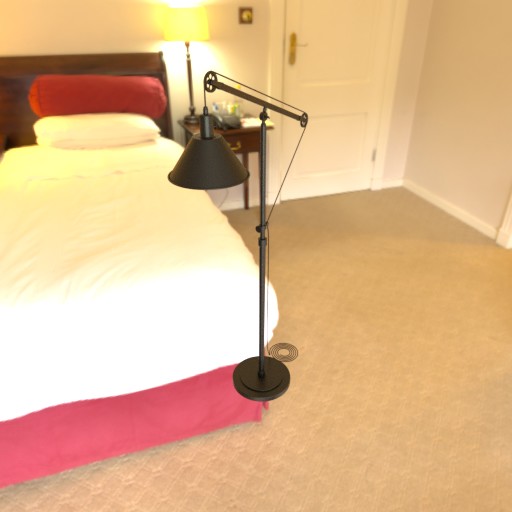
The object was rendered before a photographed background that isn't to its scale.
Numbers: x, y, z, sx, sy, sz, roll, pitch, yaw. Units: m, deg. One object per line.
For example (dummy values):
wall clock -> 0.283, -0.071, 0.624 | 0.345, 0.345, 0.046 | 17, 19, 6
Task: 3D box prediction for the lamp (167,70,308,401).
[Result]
lamp -> 0.000, 0.000, 2.023 | 0.319, 1.626, 0.904 | 17, 34, 28
